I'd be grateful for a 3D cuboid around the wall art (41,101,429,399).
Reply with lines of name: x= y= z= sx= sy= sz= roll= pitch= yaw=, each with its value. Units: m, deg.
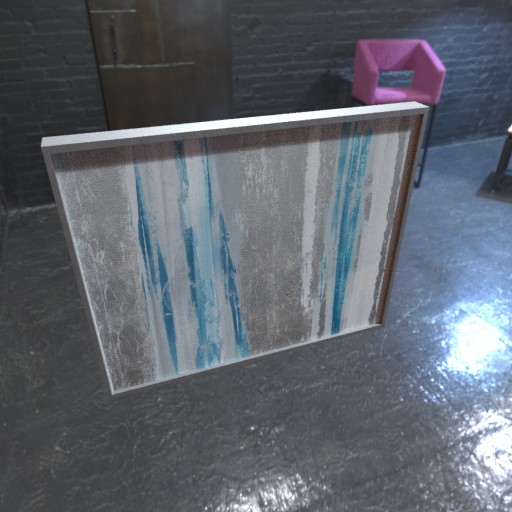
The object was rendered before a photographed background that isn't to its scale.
wall art: x=0.000 y=0.000 z=0.743 sx=0.557 sy=0.450 sz=0.037 roll=-11 pitch=34 yaw=-16
